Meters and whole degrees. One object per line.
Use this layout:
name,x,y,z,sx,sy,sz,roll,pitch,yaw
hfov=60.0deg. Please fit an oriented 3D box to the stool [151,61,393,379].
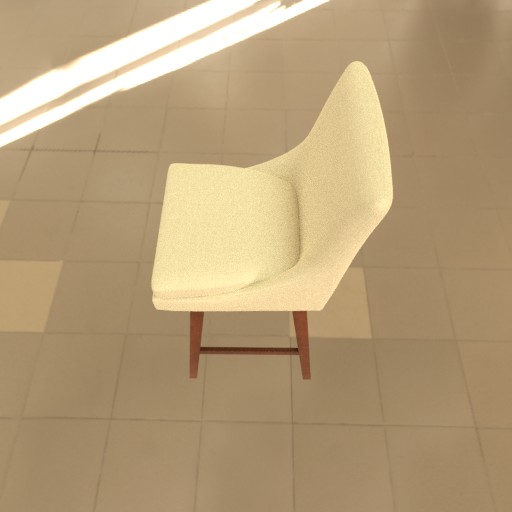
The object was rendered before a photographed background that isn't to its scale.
stool,0.000,0.000,1.403,0.559,1.097,0.470,1,58,0
